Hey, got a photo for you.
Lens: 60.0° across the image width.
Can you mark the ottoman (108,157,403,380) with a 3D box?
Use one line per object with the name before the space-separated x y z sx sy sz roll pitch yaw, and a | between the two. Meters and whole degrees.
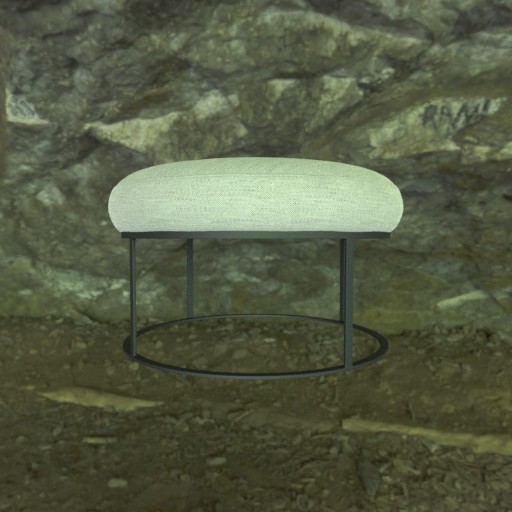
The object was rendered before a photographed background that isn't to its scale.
ottoman | 0.000 0.000 1.220 0.769 0.459 0.769 0 3 0
